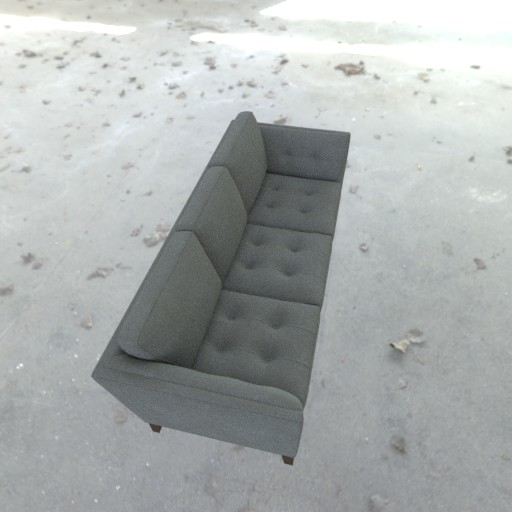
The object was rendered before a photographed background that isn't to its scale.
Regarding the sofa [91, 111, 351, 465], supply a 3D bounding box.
[{"bbox_3d":[0.000,0.000,2.928,0.965,0.940,2.387,10,46,9],"label":"sofa"}]
